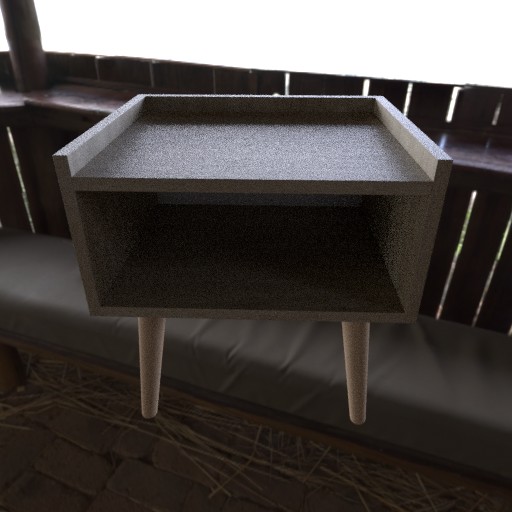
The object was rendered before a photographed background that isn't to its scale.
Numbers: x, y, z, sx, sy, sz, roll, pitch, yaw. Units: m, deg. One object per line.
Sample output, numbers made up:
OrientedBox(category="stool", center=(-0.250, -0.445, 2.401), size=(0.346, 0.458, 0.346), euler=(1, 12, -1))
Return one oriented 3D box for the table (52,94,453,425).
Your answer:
OrientedBox(category="table", center=(0.000, 0.000, 0.775), size=(0.450, 0.470, 0.370), euler=(1, 30, 2))
